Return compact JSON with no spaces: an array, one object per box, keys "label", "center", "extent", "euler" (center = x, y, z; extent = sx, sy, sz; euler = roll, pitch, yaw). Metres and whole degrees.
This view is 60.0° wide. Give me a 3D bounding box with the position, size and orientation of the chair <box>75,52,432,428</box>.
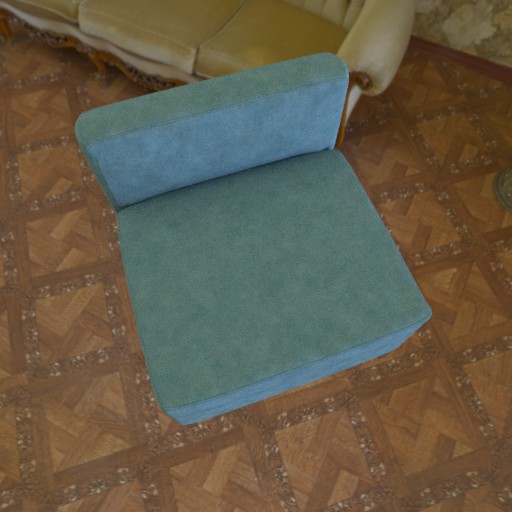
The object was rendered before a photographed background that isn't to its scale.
[{"label":"chair","center":[0.000,0.000,1.202],"extent":[0.684,0.660,0.685],"euler":[-17,65,-9]}]
